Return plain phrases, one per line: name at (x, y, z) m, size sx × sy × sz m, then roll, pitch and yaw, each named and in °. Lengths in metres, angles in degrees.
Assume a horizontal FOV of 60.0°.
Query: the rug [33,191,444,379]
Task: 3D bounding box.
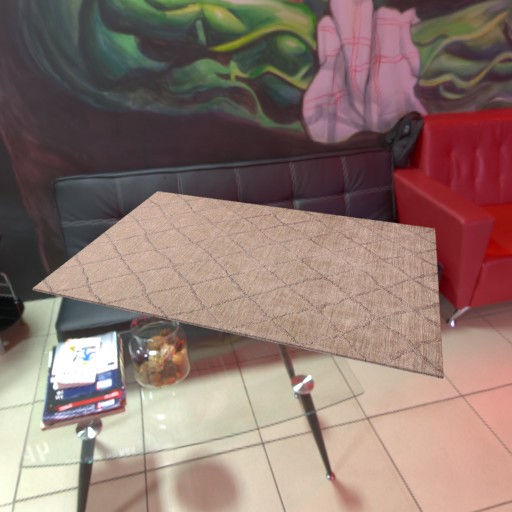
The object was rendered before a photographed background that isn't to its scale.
rug at (0.000, 0.000, 2.935) m, size 2.280 × 0.015 × 1.521 m, roll 9°, pitch 33°, yaw 15°
